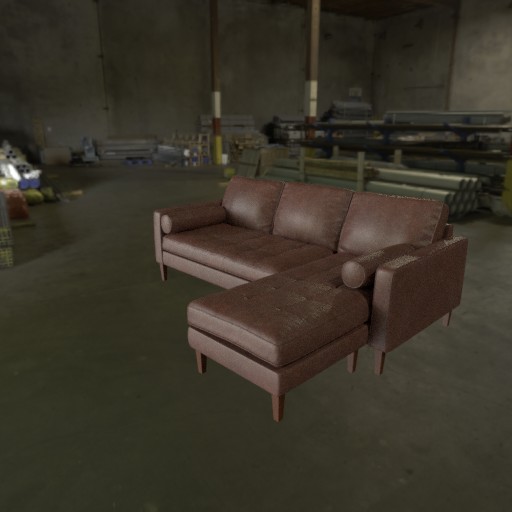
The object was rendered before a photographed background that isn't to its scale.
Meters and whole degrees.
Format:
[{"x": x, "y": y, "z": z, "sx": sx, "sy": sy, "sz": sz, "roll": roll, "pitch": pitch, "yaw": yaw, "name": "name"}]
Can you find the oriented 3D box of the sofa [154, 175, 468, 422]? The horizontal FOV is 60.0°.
[{"x": 0.000, "y": 0.000, "z": 2.994, "sx": 1.613, "sy": 0.841, "sz": 2.185, "roll": -16, "pitch": 23, "yaw": -42, "name": "sofa"}]
